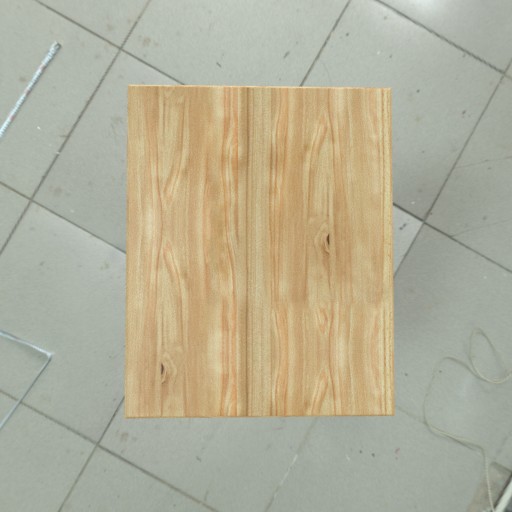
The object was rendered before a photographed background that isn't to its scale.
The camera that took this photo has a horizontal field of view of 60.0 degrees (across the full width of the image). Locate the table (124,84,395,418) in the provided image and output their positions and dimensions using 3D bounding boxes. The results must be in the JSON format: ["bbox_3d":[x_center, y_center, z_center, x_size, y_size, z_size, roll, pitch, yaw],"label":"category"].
[{"bbox_3d":[0.000,0.000,0.883,0.380,0.515,0.530,0,88,-2],"label":"table"}]
